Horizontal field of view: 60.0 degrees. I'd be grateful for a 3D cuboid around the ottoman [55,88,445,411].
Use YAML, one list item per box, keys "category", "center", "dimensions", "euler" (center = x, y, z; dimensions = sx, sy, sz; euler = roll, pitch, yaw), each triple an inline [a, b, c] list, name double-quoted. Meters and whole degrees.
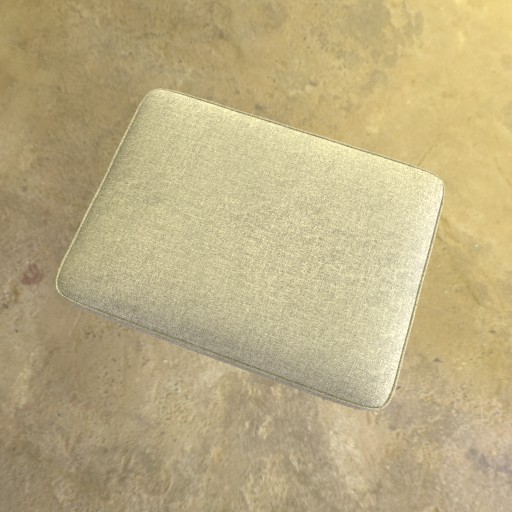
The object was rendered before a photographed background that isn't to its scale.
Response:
- category: "ottoman"
  center: [0.000, 0.000, 1.354]
  dimensions: [0.889, 0.561, 0.661]
  euler: [19, 75, 5]
